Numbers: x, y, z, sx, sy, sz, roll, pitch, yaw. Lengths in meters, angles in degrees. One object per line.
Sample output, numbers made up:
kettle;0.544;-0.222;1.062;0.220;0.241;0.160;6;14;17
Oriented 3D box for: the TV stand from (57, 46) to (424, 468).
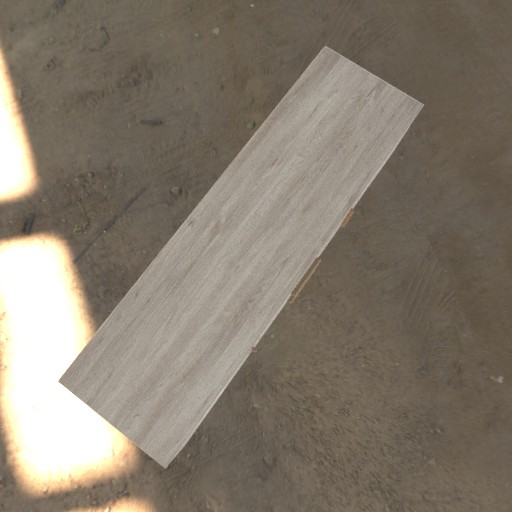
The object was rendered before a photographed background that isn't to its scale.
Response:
TV stand;0.000;0.000;1.580;0.401;0.565;1.313;35;79;8
